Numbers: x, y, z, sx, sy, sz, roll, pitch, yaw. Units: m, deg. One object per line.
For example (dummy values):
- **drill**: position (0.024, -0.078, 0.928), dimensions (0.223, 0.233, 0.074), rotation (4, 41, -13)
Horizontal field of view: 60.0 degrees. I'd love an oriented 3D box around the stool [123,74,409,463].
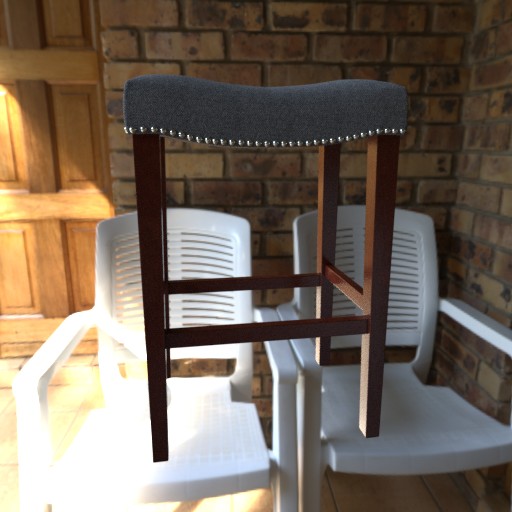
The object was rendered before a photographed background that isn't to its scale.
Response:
- **stool**: position (0.000, 0.000, 1.004), dimensions (0.504, 0.742, 0.372), rotation (-2, 14, -9)
